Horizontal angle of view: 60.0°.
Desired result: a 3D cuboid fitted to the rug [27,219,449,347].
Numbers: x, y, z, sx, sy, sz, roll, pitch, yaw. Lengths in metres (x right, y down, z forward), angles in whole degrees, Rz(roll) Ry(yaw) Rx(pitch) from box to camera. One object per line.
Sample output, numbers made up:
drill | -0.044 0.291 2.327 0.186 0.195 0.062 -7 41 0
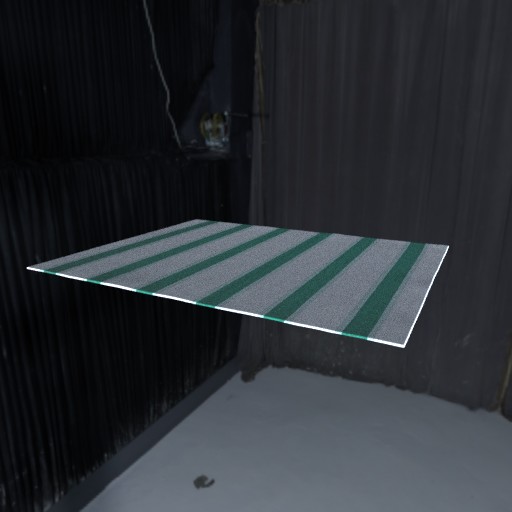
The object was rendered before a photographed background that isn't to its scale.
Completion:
rug | 0.000 0.000 4.042 3.041 0.019 2.434 8 17 27
